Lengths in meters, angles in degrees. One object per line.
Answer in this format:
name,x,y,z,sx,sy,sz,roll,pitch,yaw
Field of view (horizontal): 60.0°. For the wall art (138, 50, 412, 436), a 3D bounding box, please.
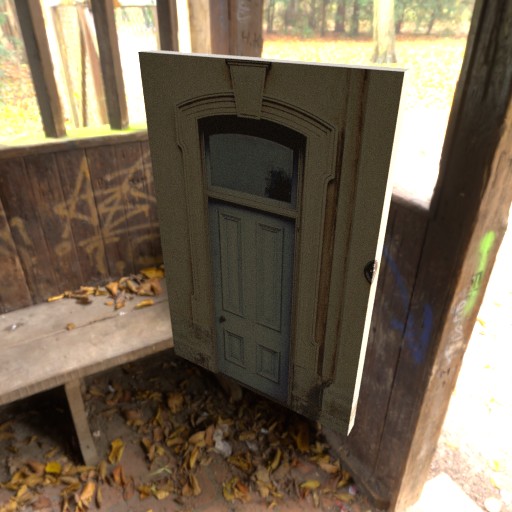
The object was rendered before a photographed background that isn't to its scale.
wall art,0.000,0.000,0.934,0.508,0.764,0.038,17,34,27
